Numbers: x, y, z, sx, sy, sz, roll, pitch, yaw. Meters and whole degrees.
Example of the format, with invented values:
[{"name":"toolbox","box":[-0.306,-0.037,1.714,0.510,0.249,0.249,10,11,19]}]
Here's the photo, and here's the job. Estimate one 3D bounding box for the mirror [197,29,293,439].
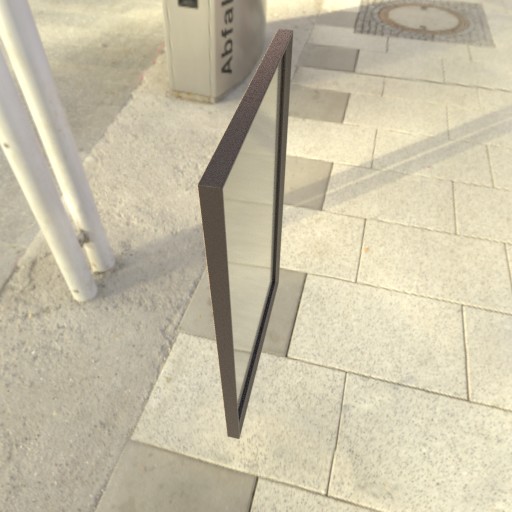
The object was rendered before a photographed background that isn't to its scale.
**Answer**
[{"name":"mirror","box":[0.000,0.000,1.164,0.041,0.915,0.609,9,47,9]}]
